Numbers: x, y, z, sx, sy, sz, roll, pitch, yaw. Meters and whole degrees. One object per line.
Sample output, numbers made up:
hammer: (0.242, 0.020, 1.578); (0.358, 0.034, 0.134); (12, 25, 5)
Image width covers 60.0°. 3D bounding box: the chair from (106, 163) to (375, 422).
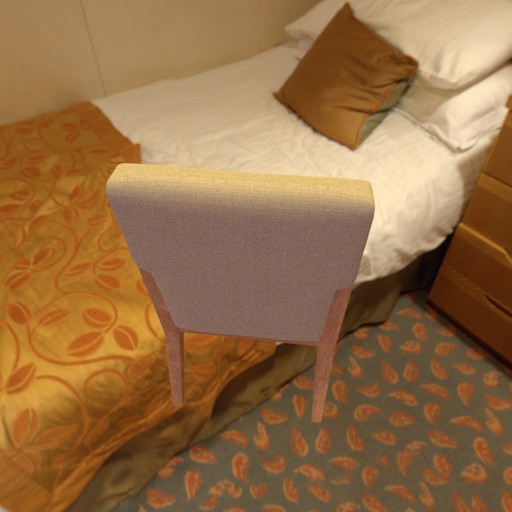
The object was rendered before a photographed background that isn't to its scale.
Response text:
chair: (0.000, 0.000, 1.276); (0.507, 0.911, 0.586); (5, 46, 5)
